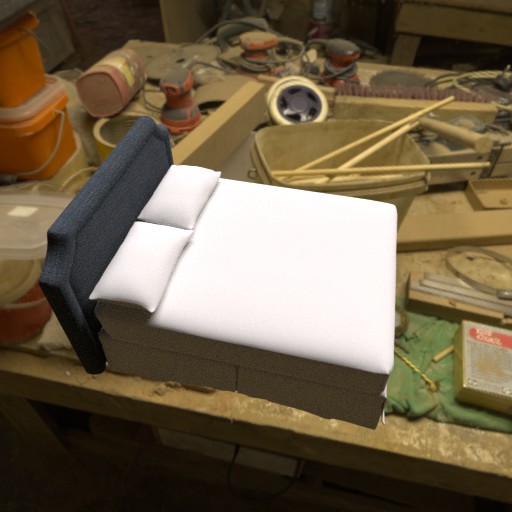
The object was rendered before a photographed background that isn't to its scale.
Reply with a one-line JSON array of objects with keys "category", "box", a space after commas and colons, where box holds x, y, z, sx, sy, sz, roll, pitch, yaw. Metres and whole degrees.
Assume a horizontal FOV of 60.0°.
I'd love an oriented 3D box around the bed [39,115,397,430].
[{"category": "bed", "box": [0.000, 0.000, 3.311, 2.208, 1.297, 1.828, 10, 47, 9]}]
